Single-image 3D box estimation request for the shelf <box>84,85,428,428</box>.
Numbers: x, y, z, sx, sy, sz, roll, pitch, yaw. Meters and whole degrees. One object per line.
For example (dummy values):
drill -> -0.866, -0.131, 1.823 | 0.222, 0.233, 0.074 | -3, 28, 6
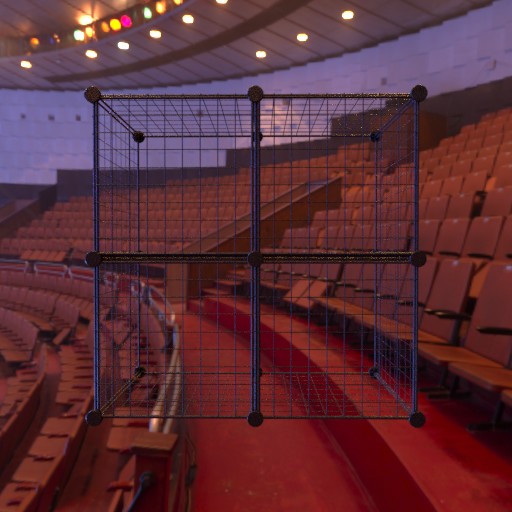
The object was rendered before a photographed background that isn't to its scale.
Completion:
shelf -> 0.000, 0.000, 1.100 | 0.711, 0.711, 0.356 | 0, 1, 1
